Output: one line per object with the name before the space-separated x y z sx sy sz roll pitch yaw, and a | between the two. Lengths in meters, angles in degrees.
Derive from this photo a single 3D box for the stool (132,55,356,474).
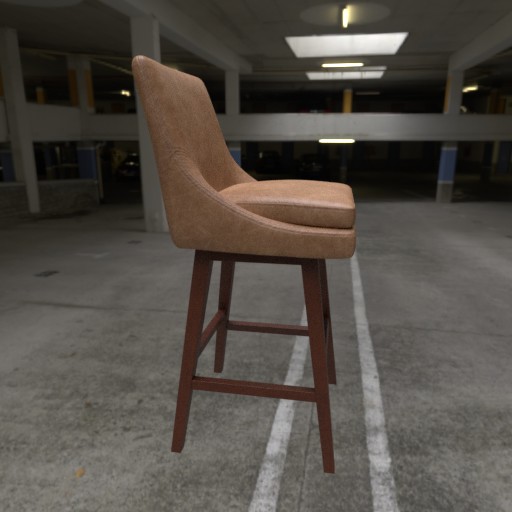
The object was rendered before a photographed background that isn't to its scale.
stool | 0.000 0.000 1.347 0.572 1.079 0.487 3 15 10
